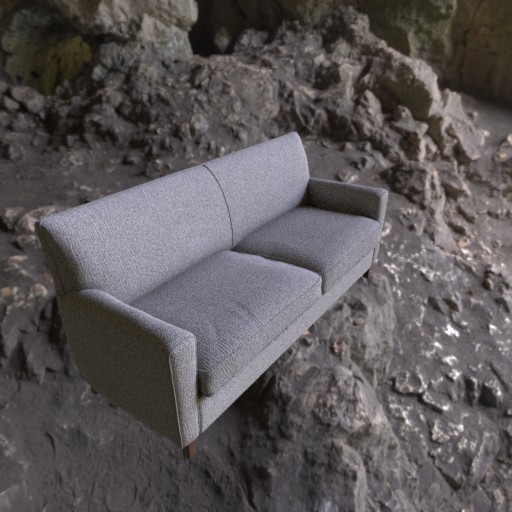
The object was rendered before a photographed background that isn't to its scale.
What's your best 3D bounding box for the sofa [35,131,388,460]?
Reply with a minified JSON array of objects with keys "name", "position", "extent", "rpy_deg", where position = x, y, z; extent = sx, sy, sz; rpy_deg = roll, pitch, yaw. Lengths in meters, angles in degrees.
[{"name":"sofa","position":[0.000,0.000,2.511],"extent":[0.854,0.942,2.026],"rpy_deg":[19,34,31]}]
